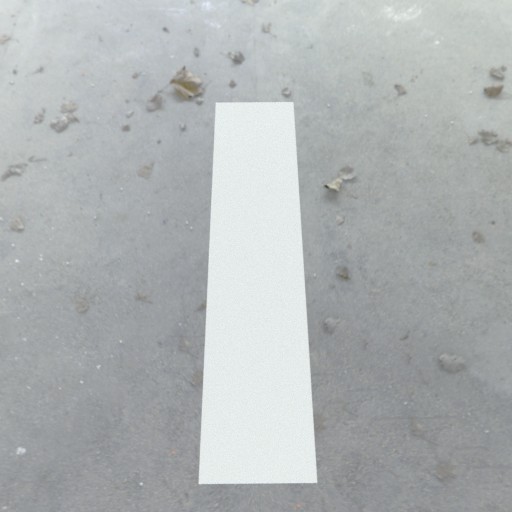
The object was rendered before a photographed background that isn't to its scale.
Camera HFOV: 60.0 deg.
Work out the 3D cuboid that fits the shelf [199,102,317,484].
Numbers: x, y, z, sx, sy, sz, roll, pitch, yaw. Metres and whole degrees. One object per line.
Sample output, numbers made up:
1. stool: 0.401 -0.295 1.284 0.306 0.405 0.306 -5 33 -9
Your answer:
1. shelf: 0.000 0.000 0.668 0.140 0.020 0.610 0 63 0
